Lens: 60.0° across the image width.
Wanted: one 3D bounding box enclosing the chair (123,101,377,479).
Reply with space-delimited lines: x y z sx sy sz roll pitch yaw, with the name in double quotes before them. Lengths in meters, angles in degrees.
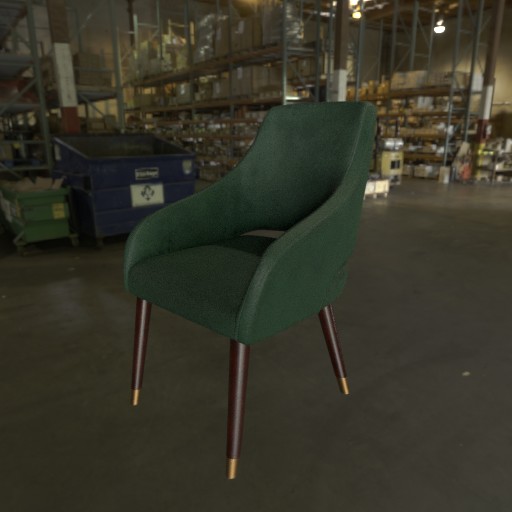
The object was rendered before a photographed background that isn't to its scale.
"chair" 0.000 0.000 1.596 0.683 1.081 0.794 14 21 41
